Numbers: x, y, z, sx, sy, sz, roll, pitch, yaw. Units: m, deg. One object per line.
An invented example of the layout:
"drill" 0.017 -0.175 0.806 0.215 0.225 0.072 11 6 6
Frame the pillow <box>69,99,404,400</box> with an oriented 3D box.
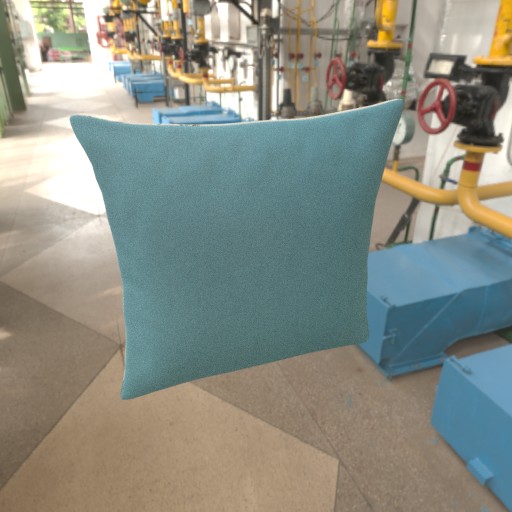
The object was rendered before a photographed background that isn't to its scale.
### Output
"pillow" 0.000 0.000 0.779 0.526 0.507 0.166 -9 28 -18
